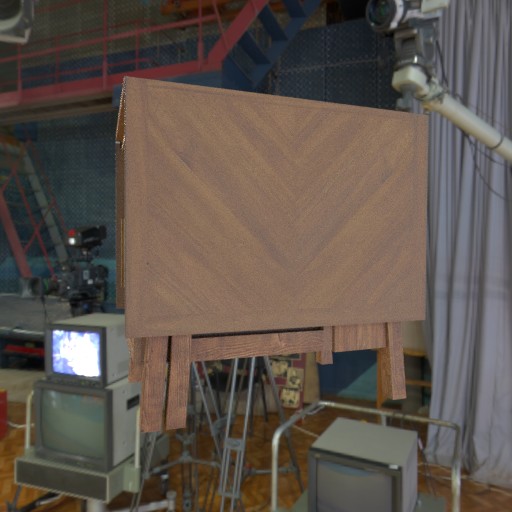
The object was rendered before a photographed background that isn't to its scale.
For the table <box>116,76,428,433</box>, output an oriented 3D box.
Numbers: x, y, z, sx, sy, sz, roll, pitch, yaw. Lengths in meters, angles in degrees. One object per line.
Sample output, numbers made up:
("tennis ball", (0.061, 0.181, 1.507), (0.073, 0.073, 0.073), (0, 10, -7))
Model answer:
("table", (0.000, 0.000, 1.643), (0.967, 0.981, 0.701), (0, 0, -20))
